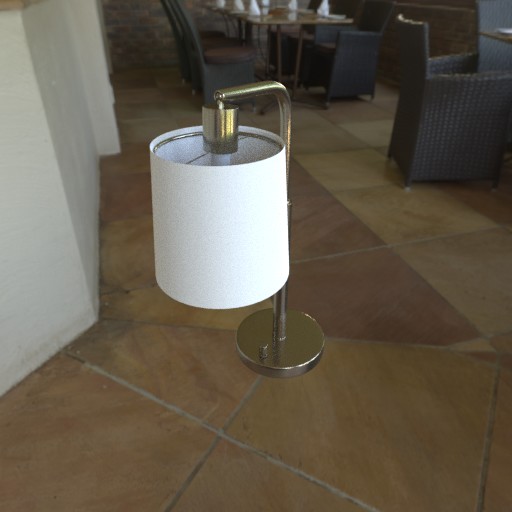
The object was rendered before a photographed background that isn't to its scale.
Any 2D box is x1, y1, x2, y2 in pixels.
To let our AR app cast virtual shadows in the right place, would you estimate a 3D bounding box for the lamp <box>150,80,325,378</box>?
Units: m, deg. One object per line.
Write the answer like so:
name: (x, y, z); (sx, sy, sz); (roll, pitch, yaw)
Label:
lamp: (0.000, 0.000, 0.647); (0.171, 0.489, 0.333); (19, 37, 27)
